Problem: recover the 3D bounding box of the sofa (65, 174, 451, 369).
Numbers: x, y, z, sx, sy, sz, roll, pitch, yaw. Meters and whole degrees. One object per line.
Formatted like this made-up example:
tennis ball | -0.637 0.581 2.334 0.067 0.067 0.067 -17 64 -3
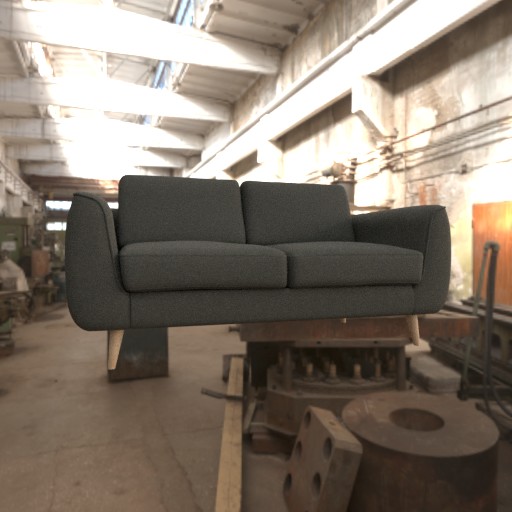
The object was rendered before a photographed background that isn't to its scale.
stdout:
sofa | 0.000 0.000 2.227 1.700 0.850 0.920 0 1 -18
